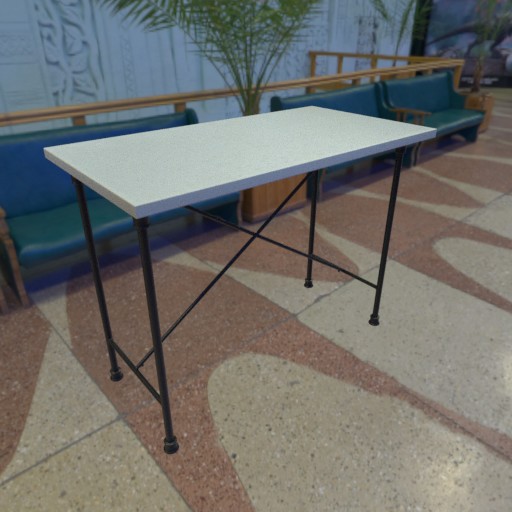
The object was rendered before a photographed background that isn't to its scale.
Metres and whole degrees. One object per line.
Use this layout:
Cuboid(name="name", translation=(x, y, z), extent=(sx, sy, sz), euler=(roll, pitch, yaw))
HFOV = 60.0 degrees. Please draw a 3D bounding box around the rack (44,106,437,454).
Cuboid(name="rack", translation=(0.000, 0.000, 1.660), extent=(1.159, 0.880, 0.613), euler=(-21, 35, -34))
